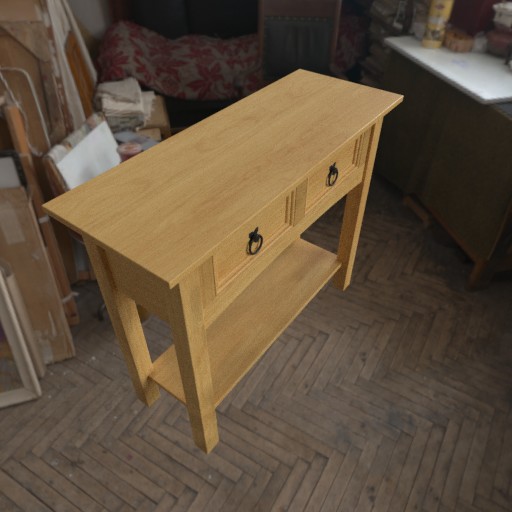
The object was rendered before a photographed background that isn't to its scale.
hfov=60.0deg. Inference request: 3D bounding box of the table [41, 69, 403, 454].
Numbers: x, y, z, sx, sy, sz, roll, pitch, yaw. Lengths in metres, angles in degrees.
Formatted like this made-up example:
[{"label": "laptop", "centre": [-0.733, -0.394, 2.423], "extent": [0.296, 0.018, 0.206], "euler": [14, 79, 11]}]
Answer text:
[{"label": "table", "centre": [0.000, 0.000, 1.272], "extent": [0.340, 0.728, 0.900], "euler": [27, 49, 26]}]
